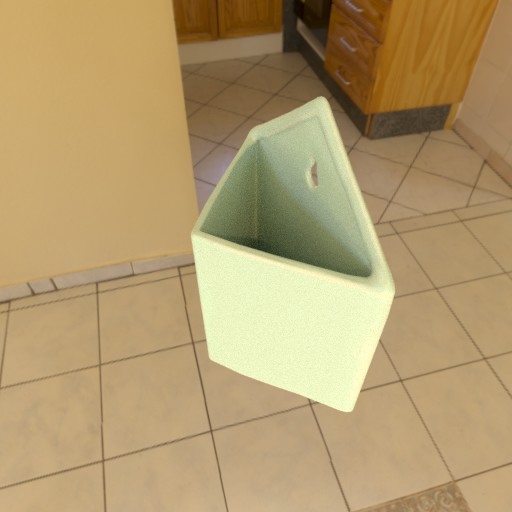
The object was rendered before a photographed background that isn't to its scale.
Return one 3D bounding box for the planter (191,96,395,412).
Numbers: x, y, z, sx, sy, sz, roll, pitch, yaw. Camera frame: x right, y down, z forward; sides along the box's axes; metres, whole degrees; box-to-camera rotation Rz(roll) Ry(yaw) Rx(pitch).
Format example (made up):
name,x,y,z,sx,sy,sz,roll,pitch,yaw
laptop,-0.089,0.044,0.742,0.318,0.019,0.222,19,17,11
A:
name,x,y,z,sx,sy,sz,roll,pitch,yaw
planter,0.000,0.000,0.281,0.079,0.197,0.164,-19,50,-17
